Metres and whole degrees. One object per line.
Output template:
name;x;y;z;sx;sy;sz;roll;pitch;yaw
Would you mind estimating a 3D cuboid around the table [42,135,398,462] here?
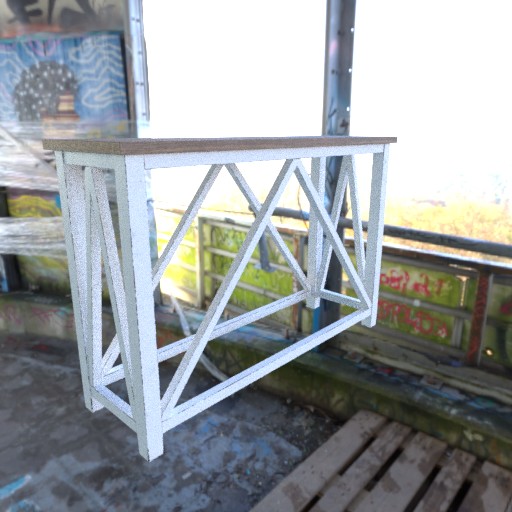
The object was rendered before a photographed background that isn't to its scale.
table;0.000;0.000;1.802;0.450;0.930;1.400;15;21;42
